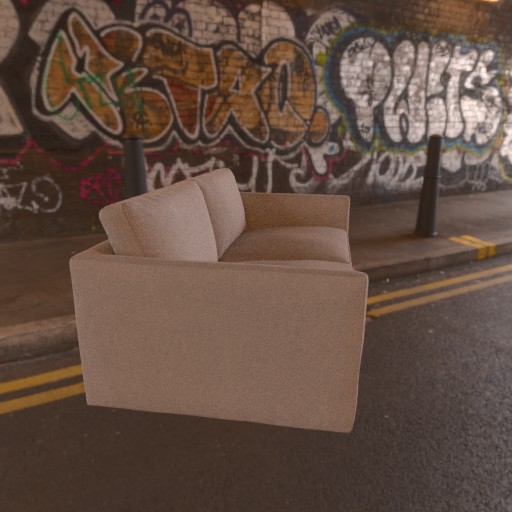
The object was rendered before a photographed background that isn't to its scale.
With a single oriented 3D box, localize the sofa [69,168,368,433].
[{"bbox_3d":[0.000,0.000,2.490,1.091,0.839,1.905,3,16,9],"label":"sofa"}]
